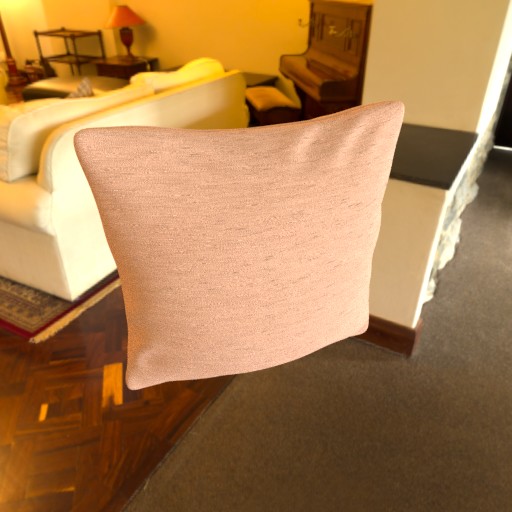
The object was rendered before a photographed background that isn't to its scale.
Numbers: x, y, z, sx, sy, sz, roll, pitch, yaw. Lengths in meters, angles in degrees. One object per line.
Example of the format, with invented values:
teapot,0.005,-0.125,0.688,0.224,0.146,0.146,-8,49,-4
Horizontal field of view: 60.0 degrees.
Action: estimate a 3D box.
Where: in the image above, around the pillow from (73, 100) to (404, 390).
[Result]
pillow,0.000,0.000,0.654,0.432,0.415,0.246,-10,33,-16
